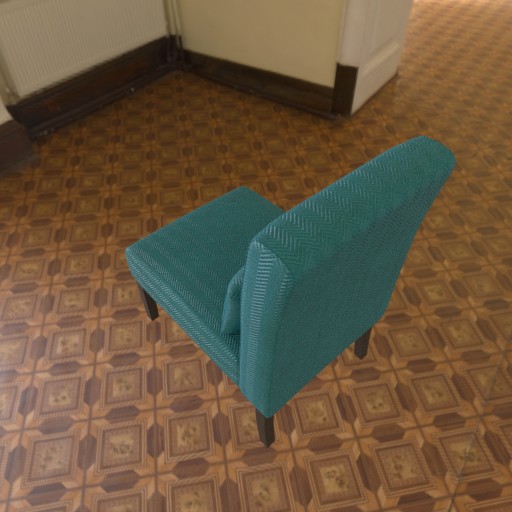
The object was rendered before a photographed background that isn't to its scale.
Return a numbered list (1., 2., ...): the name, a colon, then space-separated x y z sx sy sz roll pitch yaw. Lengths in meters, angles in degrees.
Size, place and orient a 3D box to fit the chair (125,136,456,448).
1. chair: 0.000 0.000 1.430 0.579 0.927 0.808 -33 54 -28
